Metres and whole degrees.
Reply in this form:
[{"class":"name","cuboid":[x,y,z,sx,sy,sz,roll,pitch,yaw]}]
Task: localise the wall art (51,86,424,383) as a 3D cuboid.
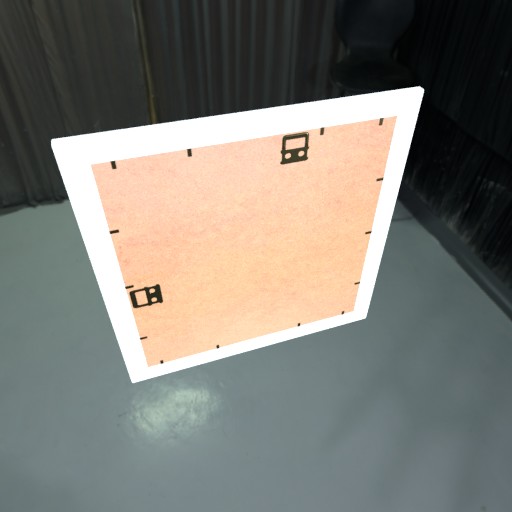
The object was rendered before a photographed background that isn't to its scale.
[{"class":"wall art","cuboid":[0.000,0.000,0.862,0.584,0.584,0.013,-13,44,-14]}]
